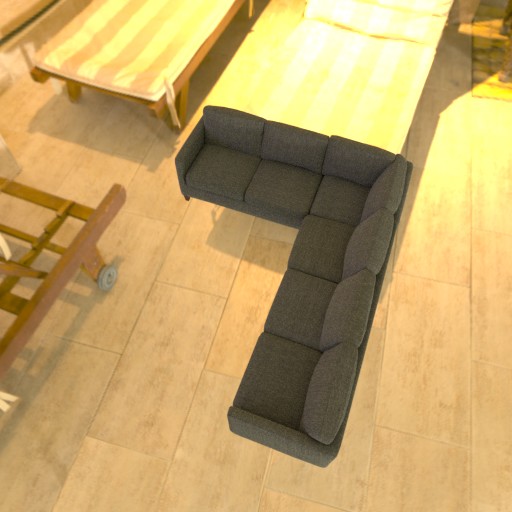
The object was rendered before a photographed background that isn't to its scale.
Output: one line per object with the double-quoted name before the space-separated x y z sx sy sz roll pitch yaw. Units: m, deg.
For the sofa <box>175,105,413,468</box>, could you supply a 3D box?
"sofa" 0.000 0.000 4.590 2.593 0.947 3.302 18 59 11
